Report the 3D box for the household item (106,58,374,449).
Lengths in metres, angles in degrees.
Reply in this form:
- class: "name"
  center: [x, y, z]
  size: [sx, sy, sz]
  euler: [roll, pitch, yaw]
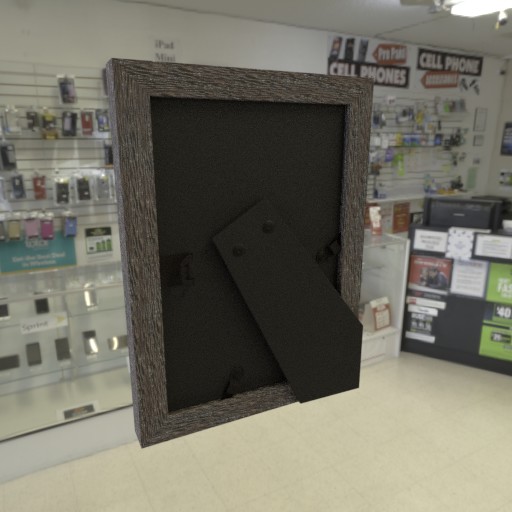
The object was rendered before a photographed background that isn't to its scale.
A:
- class: "household item"
  center: [0.000, 0.000, 0.231]
  size: [0.133, 0.180, 0.020]
  euler: [-7, 16, -26]
